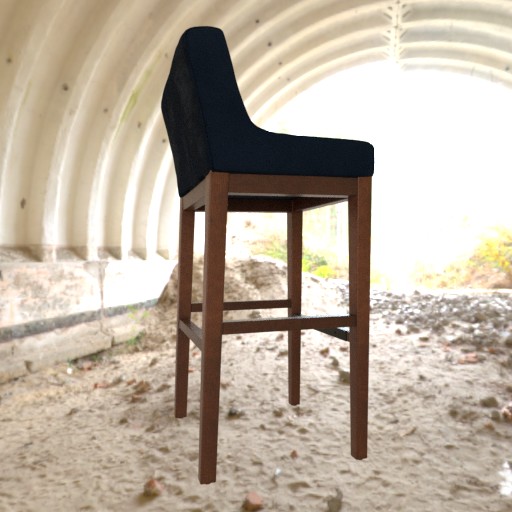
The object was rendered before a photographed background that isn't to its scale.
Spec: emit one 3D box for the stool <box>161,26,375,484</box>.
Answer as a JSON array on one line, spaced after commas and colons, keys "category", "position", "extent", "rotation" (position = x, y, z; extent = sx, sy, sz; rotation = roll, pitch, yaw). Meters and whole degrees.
[{"category": "stool", "position": [0.000, 0.000, 1.273], "extent": [0.500, 1.037, 0.511], "rotation": [0, 0, -18]}]
